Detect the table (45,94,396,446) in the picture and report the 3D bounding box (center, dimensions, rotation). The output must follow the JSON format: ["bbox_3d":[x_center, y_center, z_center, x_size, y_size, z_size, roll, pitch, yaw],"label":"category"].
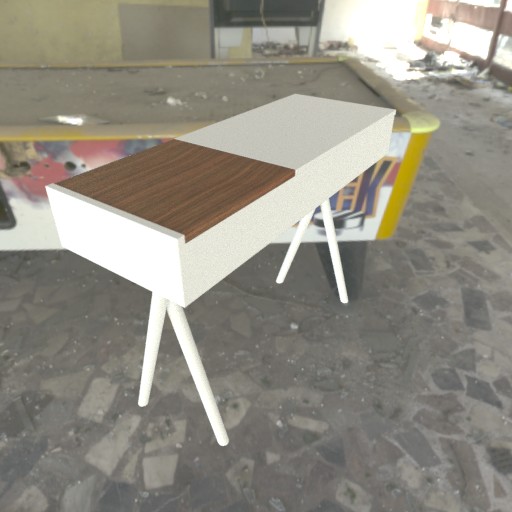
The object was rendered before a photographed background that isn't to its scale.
[{"bbox_3d":[0.000,0.000,1.460,0.418,0.785,1.066,21,38,29],"label":"table"}]
